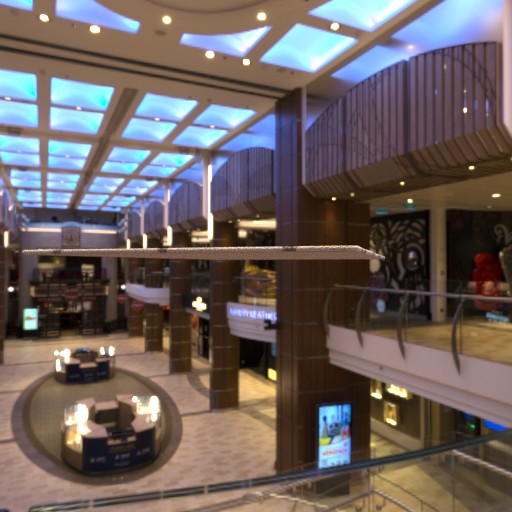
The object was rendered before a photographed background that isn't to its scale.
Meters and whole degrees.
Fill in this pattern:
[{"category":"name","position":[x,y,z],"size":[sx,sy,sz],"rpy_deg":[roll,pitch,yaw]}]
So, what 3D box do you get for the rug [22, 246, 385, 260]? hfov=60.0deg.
[{"category":"rug","position":[0.000,0.000,3.404],"size":[1.801,0.026,2.701],"rpy_deg":[0,-1,18]}]
